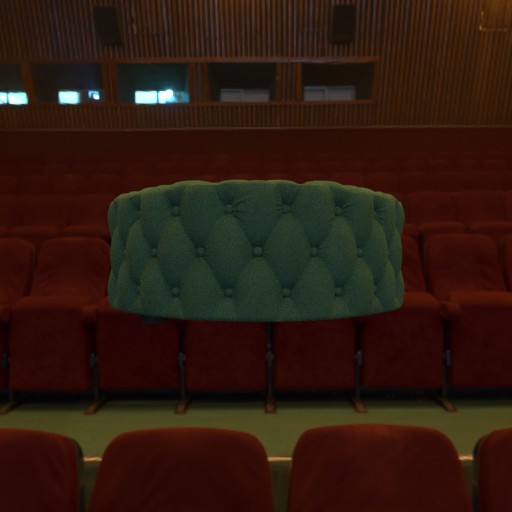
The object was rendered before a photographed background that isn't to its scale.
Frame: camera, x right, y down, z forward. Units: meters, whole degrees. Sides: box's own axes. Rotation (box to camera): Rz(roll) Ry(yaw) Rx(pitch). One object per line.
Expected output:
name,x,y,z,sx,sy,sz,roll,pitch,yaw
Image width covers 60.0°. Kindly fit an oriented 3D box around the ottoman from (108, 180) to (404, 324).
ottoman,0.000,0.000,1.566,0.998,0.399,0.998,0,-1,0
